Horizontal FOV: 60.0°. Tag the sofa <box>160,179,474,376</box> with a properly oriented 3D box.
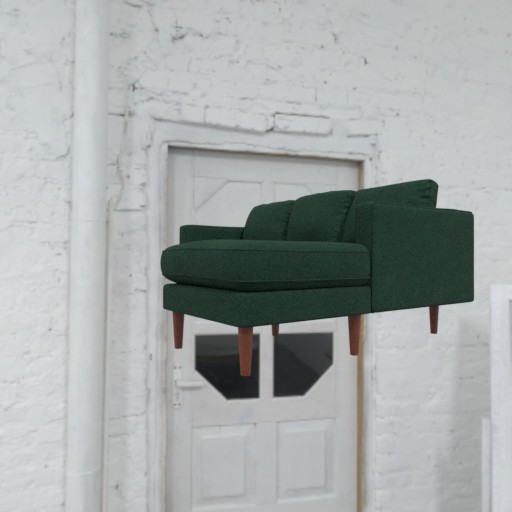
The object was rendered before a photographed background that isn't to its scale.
[{"bbox_3d":[0.000,0.000,2.841,1.580,0.899,2.030,0,0,-35],"label":"sofa"}]
